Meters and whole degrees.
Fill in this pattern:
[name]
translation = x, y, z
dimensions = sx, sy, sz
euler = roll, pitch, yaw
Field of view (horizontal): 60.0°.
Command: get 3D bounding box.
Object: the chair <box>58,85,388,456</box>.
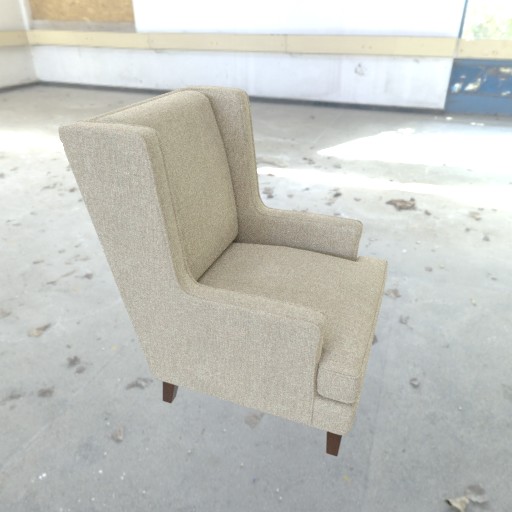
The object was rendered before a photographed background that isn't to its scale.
[chair]
translation = 0.000, 0.000, 1.690
dimensions = 0.948, 1.082, 0.764
euler = 11, 32, 18
